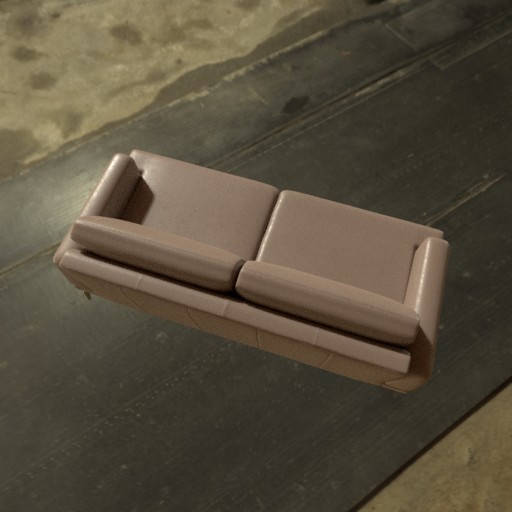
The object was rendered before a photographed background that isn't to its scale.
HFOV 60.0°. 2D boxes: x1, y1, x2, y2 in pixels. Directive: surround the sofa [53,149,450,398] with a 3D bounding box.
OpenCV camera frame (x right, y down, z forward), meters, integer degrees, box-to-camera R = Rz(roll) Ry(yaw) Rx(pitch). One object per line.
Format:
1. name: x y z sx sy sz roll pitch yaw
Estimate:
1. sofa: 0.000 0.000 2.411 1.940 0.765 0.974 16 64 8
